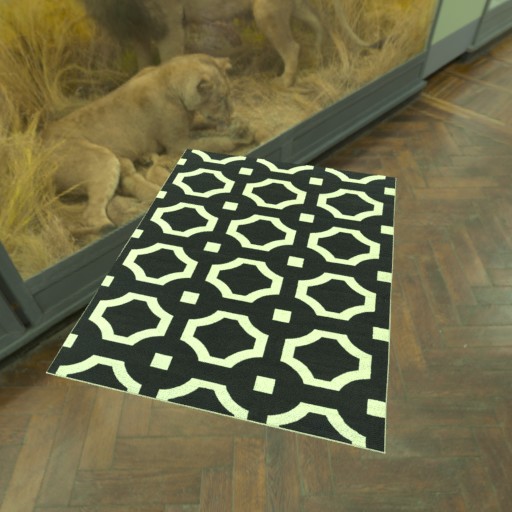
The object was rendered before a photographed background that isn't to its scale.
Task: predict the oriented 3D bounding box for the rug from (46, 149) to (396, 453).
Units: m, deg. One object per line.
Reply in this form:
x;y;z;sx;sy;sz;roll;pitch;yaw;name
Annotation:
0.000;0.000;4.095;2.466;0.021;3.049;10;47;9;rug
